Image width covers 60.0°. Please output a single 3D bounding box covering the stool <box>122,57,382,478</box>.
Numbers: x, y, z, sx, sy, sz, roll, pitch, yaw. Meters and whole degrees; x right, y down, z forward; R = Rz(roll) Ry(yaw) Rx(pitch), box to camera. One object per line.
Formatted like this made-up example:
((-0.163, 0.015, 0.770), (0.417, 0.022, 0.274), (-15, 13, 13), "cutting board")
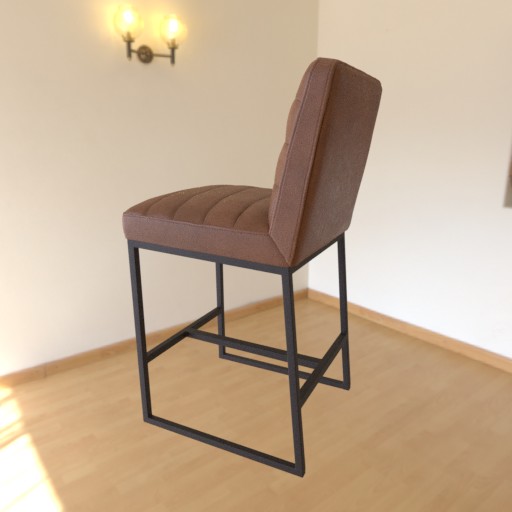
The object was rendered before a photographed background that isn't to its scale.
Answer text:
((0.000, 0.000, 1.227), (0.556, 0.940, 0.458), (8, 17, 25), "stool")
